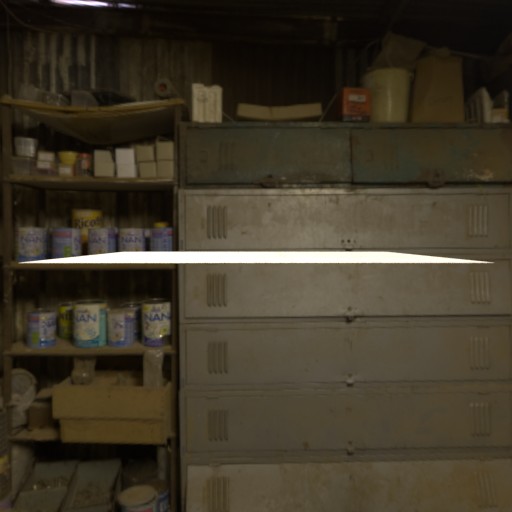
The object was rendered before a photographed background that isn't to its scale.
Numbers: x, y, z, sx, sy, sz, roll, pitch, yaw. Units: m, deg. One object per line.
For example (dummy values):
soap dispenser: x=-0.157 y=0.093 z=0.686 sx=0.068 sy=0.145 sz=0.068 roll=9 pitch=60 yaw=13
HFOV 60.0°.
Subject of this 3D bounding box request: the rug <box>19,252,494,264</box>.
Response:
rug: x=0.000 y=0.000 z=4.198 sx=3.197 sy=0.006 sz=2.438 roll=0 pitch=2 yaw=0
